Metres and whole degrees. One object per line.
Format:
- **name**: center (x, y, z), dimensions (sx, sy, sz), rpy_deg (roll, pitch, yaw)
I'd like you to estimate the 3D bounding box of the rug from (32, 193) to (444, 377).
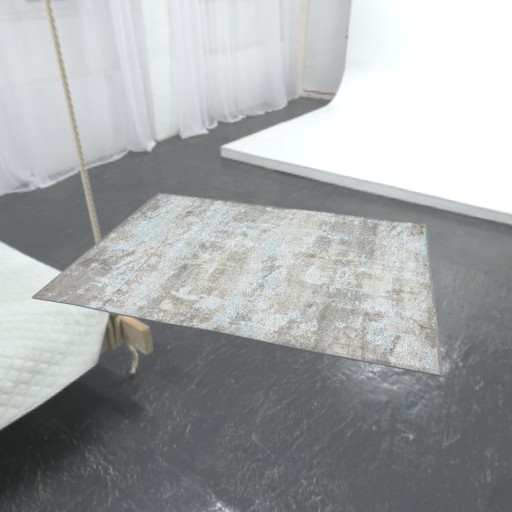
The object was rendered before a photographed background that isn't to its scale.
- **rug**: center (0.000, 0.000, 4.372), dimensions (3.307, 0.013, 2.393), rpy_deg (8, 32, 13)
